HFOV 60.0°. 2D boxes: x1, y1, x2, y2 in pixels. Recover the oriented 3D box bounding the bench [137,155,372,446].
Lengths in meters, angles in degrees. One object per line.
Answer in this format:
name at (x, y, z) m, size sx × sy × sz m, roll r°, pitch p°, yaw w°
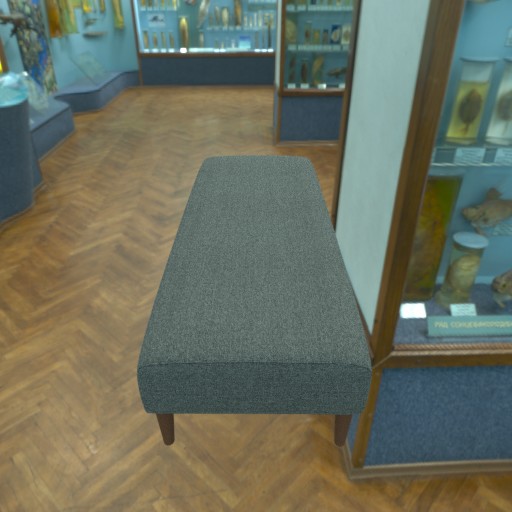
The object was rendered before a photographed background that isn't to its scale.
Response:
bench at (0.000, 0.000, 1.861) m, size 0.631 × 0.384 × 1.598 m, roll 0°, pitch 31°, yaw 0°
